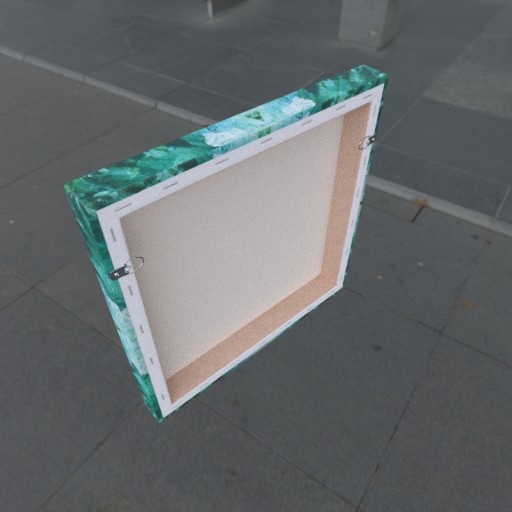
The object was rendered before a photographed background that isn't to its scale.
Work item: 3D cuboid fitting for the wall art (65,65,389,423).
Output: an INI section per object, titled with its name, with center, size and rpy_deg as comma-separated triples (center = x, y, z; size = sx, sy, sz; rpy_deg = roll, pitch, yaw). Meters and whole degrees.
[wall art]
center = 0.000, 0.000, 0.471
size = 0.313, 0.313, 0.033
rpy_deg = -31, 53, -27
